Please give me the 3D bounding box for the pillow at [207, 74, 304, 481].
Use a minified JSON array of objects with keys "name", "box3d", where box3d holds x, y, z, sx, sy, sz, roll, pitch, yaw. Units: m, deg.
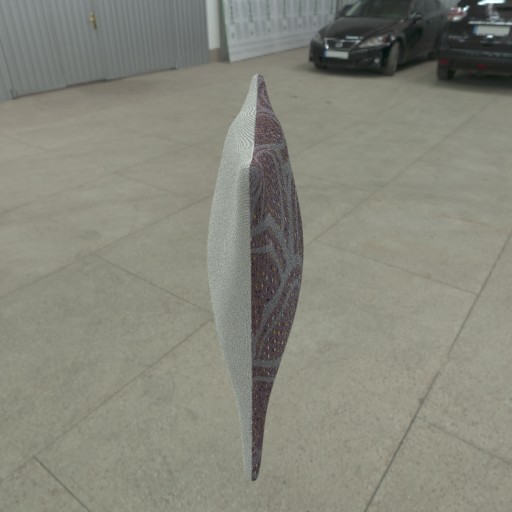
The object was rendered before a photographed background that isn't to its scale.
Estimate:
[{"name":"pillow","box3d":[0.000,0.000,0.773,0.163,0.513,0.514,1,32,1]}]
